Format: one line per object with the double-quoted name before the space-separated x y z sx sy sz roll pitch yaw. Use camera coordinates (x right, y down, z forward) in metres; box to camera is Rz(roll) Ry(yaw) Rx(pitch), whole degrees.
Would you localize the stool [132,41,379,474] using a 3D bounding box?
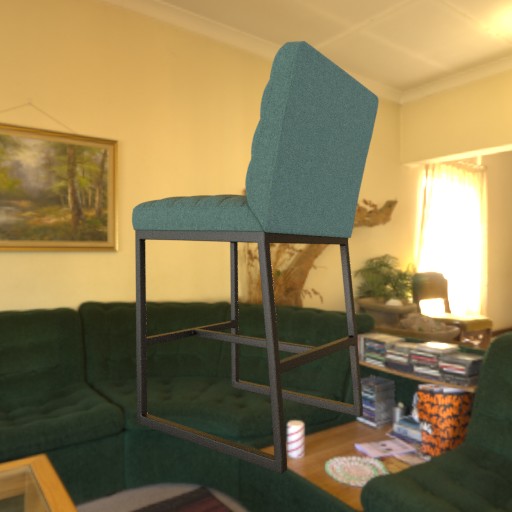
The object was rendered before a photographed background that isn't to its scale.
"stool" 0.000 0.000 1.269 0.560 0.940 0.460 0 0 36
